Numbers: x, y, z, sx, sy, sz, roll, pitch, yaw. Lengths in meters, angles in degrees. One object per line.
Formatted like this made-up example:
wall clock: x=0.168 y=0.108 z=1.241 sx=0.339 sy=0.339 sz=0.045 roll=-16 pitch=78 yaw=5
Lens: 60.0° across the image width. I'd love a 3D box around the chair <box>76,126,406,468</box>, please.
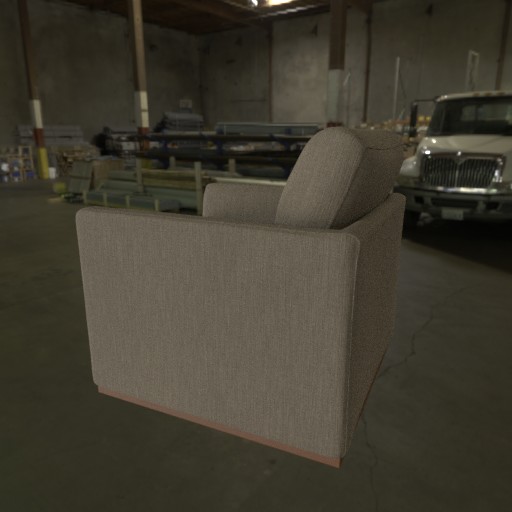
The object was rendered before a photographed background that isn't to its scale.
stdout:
chair: x=0.000 y=0.000 z=1.464 sx=0.834 sy=0.811 sz=0.763 roll=7 pitch=17 yaw=24
